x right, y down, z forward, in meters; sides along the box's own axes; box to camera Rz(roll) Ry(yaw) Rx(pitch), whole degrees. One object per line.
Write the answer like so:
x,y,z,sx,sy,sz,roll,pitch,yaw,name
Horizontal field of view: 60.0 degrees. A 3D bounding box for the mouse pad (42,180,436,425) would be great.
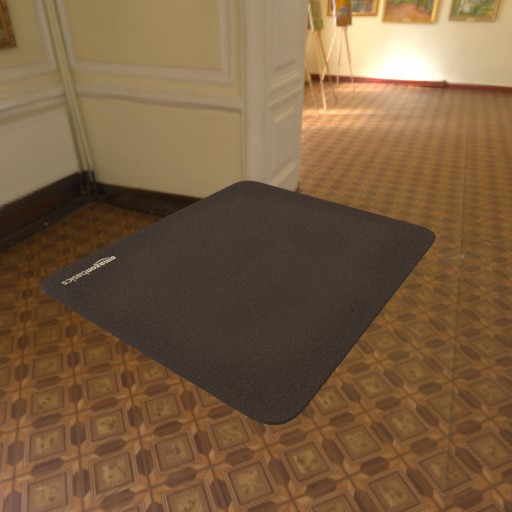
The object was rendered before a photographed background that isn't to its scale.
0.000,0.000,0.345,0.211,0.002,0.249,21,37,30,mouse pad
